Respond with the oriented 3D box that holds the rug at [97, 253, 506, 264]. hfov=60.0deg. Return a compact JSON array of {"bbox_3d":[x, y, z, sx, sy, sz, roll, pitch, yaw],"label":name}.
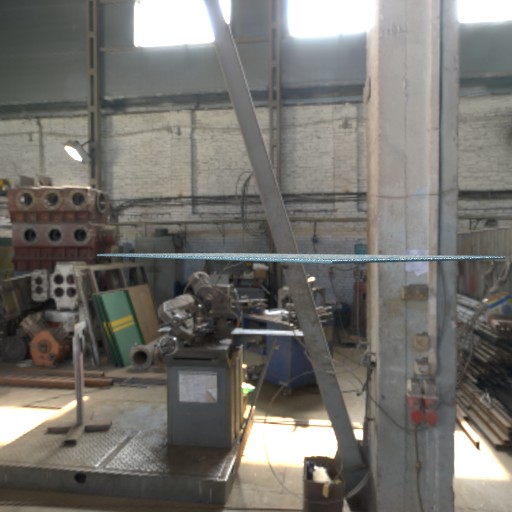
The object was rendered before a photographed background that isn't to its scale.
[{"bbox_3d":[0.000,0.000,1.382,0.604,0.007,1.219,-1,1,-37],"label":"rug"}]
